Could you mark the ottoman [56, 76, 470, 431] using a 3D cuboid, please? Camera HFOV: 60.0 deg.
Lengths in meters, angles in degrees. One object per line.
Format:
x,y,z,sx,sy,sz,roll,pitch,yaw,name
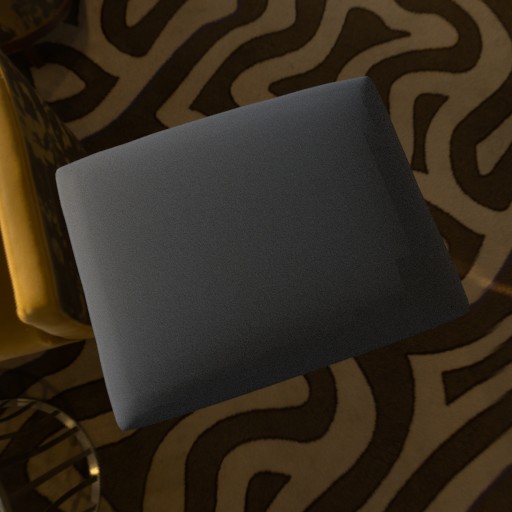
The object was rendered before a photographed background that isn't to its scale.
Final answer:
0.000,0.000,1.092,0.741,0.513,0.584,-18,78,-4,ottoman
